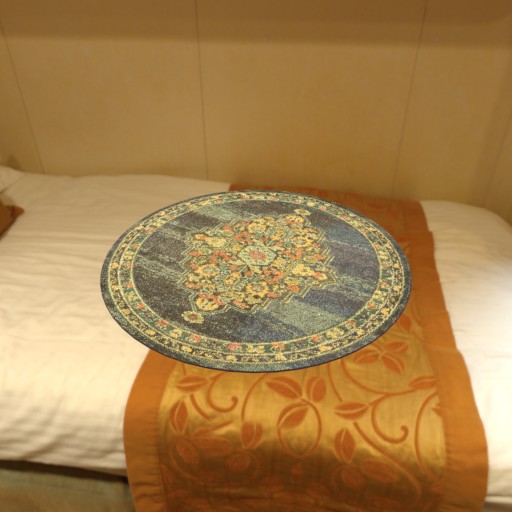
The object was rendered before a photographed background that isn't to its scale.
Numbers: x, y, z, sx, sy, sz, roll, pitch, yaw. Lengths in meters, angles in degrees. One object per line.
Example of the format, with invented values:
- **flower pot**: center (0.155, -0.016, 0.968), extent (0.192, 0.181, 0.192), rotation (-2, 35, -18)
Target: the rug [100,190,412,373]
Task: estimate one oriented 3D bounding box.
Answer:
- **rug**: center (0.000, 0.000, 3.532), extent (2.386, 0.014, 2.386), rotation (0, 34, 0)
